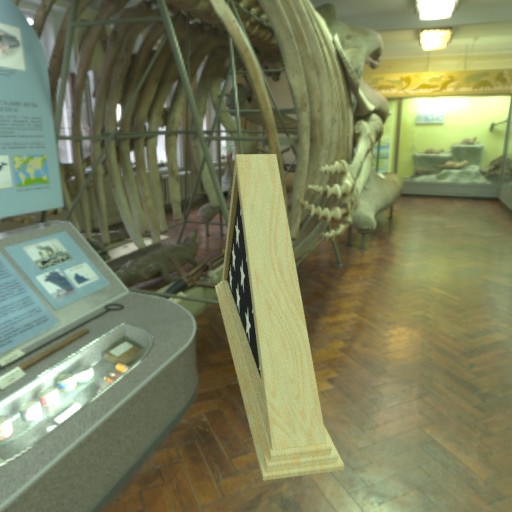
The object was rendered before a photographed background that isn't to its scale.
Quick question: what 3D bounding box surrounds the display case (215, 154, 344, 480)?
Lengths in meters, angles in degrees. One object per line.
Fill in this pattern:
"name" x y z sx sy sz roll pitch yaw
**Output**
"display case" 0.000 0.000 0.761 0.095 0.340 0.640 -3 16 -9
